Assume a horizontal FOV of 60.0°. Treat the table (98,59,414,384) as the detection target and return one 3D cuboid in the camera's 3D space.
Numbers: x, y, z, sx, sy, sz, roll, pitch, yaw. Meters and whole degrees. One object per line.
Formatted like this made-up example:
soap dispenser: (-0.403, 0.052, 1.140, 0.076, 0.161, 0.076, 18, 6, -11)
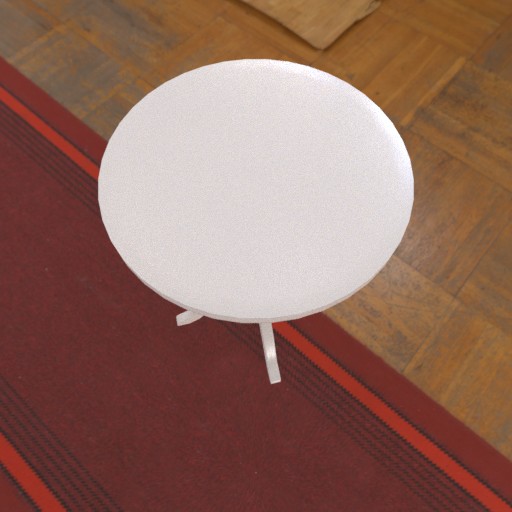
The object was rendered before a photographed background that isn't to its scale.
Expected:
table: (0.000, 0.000, 1.020, 0.513, 0.653, 0.513, 0, 64, 0)
